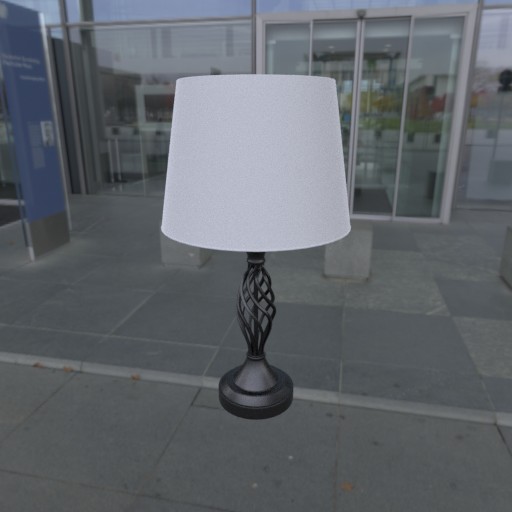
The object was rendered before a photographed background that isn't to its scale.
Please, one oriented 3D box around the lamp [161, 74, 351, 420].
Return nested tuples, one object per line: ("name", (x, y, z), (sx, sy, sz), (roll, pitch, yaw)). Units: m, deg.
("lamp", (0.000, 0.000, 0.806), (0.331, 0.594, 0.331), (0, 18, 0))
